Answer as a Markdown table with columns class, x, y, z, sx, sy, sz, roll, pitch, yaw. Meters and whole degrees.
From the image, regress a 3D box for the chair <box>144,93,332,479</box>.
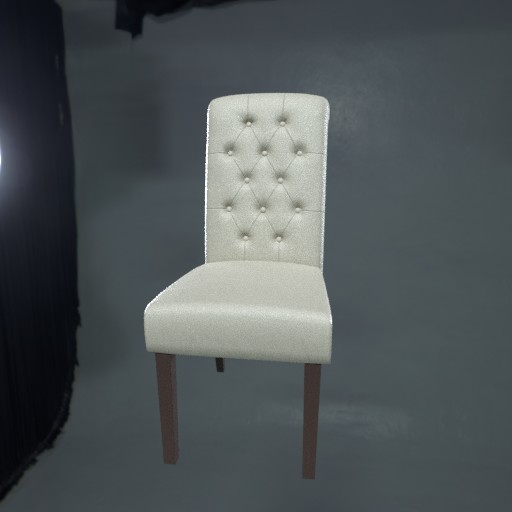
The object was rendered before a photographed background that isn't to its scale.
| class | x | y | z | sx | sy | sz | roll | pitch | yaw |
| --- | --- | --- | --- | --- | --- | --- | --- | --- | --- |
| chair | 0.000 | 0.000 | 1.352 | 0.456 | 1.006 | 0.671 | 2 | 13 | 8 |
